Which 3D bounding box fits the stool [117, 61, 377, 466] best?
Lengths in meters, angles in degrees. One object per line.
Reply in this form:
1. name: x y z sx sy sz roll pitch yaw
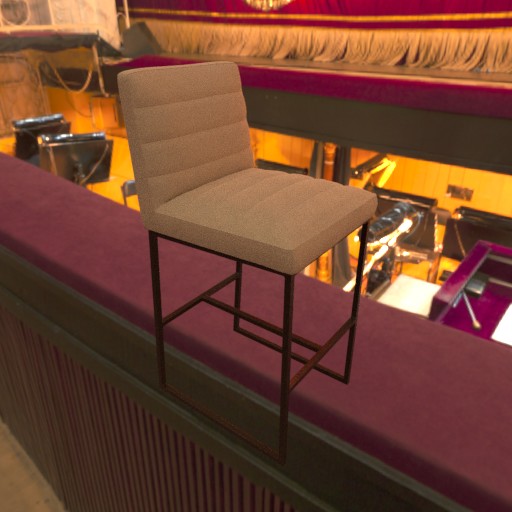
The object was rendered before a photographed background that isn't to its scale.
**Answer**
1. stool: 0.000 0.000 1.364 0.573 1.061 0.464 19 33 32
